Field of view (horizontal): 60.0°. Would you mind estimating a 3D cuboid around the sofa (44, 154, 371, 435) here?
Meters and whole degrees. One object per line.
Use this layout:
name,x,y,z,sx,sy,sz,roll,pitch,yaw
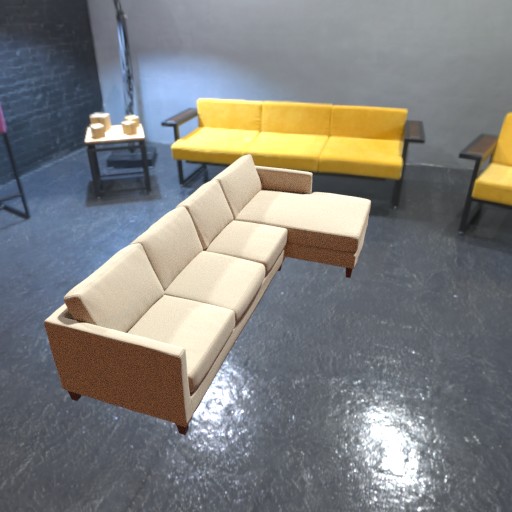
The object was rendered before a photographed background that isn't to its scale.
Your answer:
sofa,0.000,0.000,3.854,1.625,0.861,3.186,10,31,17
